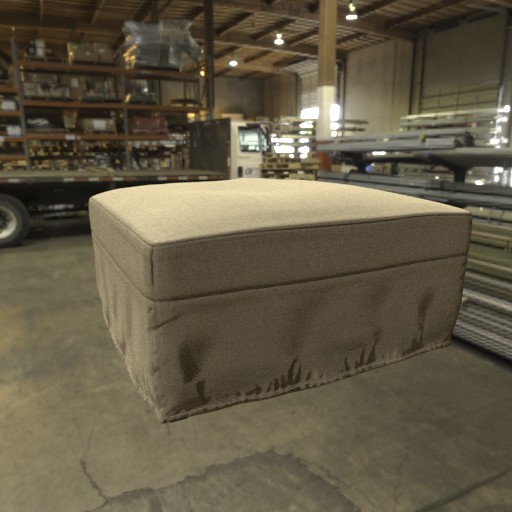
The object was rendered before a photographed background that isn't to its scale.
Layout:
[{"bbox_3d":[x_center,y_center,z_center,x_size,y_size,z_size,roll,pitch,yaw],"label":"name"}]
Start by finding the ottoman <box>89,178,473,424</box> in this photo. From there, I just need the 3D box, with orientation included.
[{"bbox_3d":[0.000,0.000,1.321,0.843,0.436,0.840,-7,15,-26],"label":"ottoman"}]
